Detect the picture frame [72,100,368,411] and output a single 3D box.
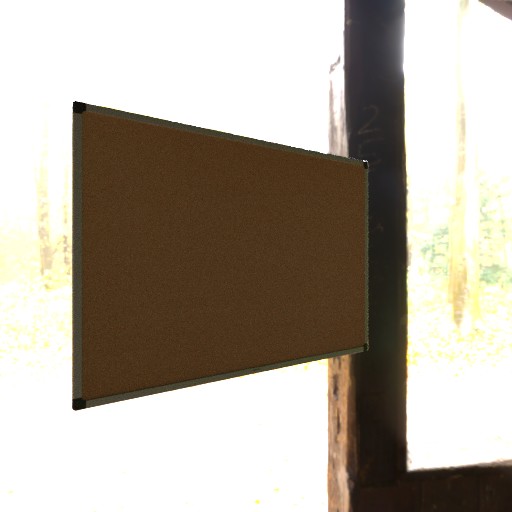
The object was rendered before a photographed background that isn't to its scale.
[{"bbox_3d":[0.000,0.000,1.130,0.900,0.600,0.010,0,0,-38],"label":"picture frame"}]
